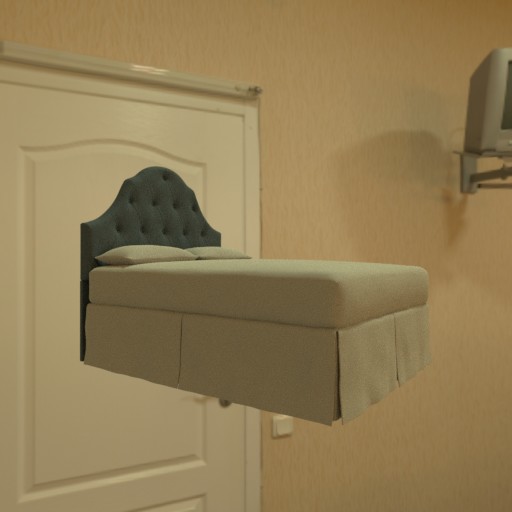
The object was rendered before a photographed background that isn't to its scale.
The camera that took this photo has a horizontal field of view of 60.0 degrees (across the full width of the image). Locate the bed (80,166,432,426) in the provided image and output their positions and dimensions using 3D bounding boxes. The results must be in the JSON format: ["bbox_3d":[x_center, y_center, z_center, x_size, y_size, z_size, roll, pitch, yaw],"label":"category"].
[{"bbox_3d":[0.000,0.000,3.291,2.155,1.575,1.636,0,0,36],"label":"bed"}]
